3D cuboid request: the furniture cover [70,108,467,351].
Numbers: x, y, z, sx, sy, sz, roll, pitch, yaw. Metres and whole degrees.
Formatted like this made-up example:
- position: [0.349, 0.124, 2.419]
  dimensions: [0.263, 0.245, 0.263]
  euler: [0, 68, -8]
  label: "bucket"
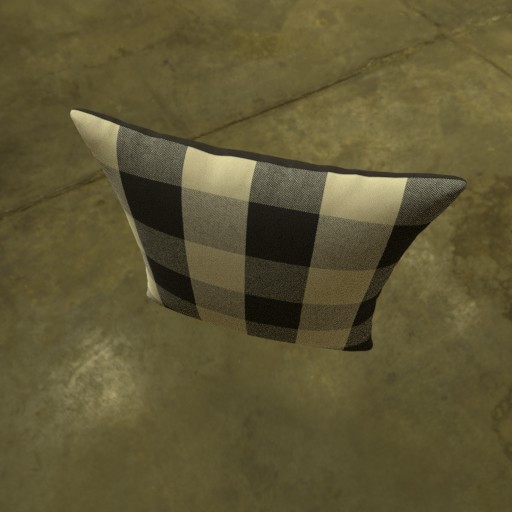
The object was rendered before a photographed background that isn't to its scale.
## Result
- position: [0.000, 0.000, 0.763]
  dimensions: [0.511, 0.509, 0.161]
  euler: [12, 57, 8]
  label: "furniture cover"
